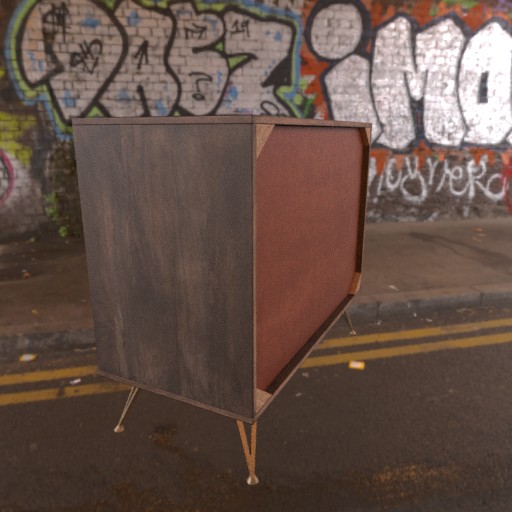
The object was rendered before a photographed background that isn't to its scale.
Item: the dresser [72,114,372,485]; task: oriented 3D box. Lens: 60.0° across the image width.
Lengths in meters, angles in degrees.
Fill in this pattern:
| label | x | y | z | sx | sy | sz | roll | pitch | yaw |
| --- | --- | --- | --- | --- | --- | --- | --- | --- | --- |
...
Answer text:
| label | x | y | z | sx | sy | sz | roll | pitch | yaw |
| --- | --- | --- | --- | --- | --- | --- | --- | --- | --- |
| dresser | 0.000 | 0.000 | 1.376 | 0.453 | 0.801 | 0.923 | 8 | 17 | 26 |
